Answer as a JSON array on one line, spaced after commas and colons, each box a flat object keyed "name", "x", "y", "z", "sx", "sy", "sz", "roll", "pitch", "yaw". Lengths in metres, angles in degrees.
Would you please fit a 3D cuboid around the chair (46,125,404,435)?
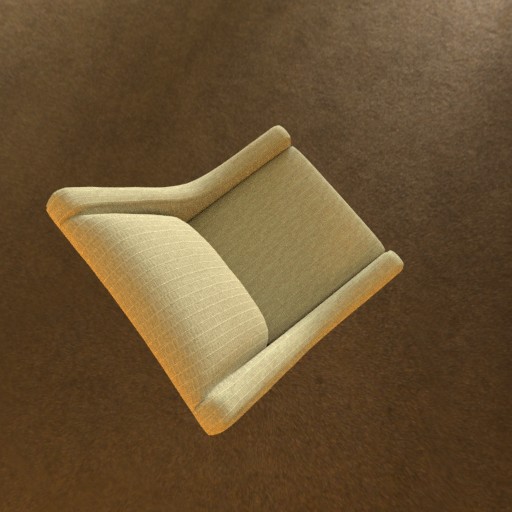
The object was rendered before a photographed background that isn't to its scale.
[{"name": "chair", "x": 0.000, "y": 0.000, "z": 1.640, "sx": 0.870, "sy": 1.014, "sz": 0.774, "roll": -38, "pitch": 79, "yaw": -8}]
